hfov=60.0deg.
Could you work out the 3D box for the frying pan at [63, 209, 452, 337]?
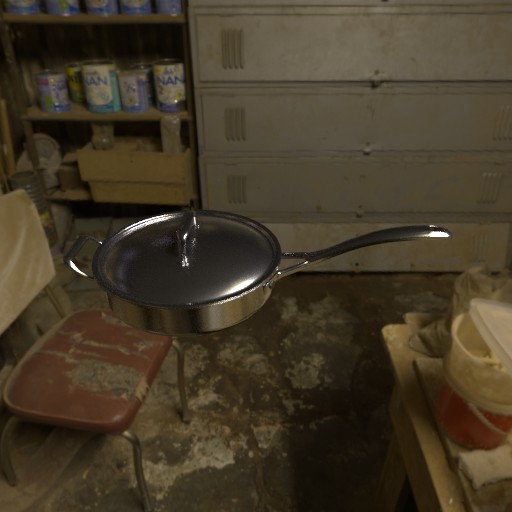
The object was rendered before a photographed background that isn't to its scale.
[{"bbox_3d":[0.000,0.000,0.669,0.561,0.114,0.280,1,32,2],"label":"frying pan"}]
